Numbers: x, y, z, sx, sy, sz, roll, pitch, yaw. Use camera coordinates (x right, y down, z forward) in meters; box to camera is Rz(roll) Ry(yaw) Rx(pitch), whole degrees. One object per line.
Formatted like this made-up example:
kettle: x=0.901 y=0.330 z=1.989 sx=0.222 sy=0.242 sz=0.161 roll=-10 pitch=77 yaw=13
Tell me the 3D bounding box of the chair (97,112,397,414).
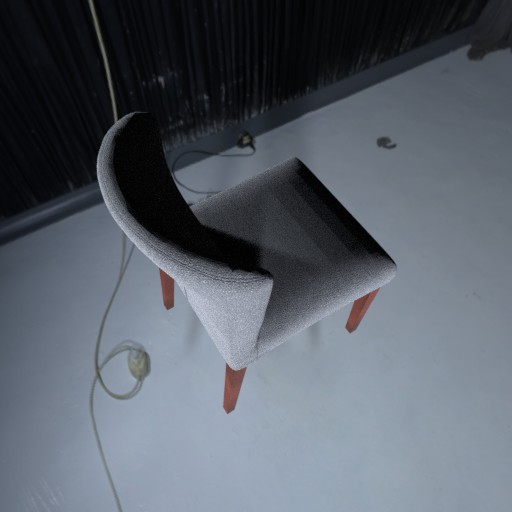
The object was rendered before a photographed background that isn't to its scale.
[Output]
chair: x=0.000 y=0.000 z=1.180 sx=0.589 sy=0.839 sz=0.491 roll=-28 pitch=63 yaw=-16
